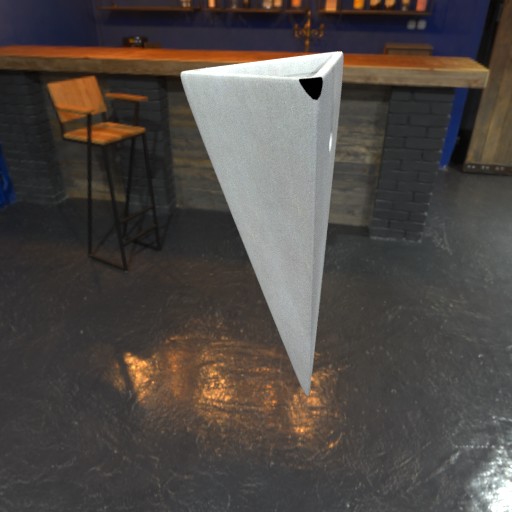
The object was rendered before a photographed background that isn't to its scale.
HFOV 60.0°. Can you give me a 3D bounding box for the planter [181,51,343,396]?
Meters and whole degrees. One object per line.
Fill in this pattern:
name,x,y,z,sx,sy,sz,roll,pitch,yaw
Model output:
planter,0.000,0.000,0.159,0.047,0.130,0.058,7,31,13
